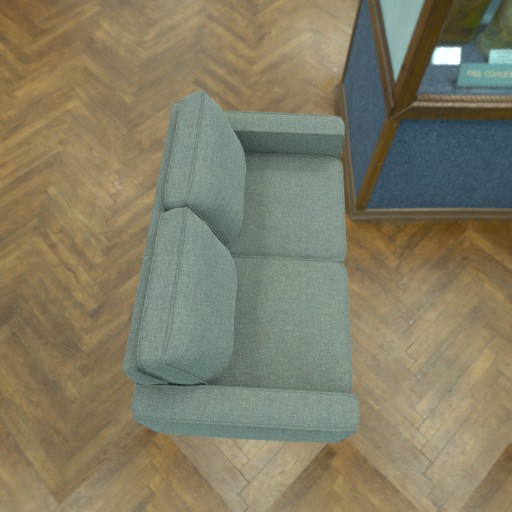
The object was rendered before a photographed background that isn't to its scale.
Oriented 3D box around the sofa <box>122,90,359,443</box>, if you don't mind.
[{"bbox_3d":[0.000,0.000,2.278,0.945,0.915,1.706,3,63,1],"label":"sofa"}]
